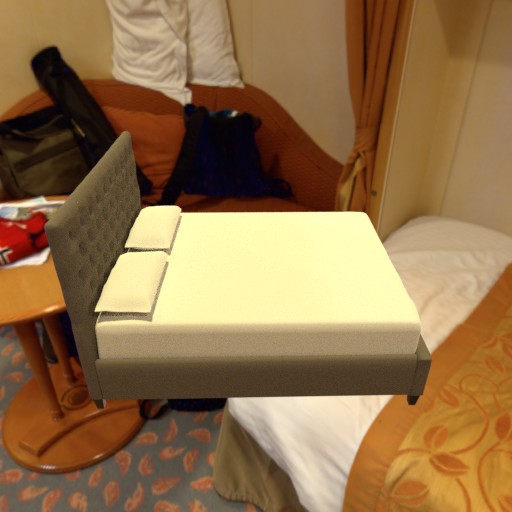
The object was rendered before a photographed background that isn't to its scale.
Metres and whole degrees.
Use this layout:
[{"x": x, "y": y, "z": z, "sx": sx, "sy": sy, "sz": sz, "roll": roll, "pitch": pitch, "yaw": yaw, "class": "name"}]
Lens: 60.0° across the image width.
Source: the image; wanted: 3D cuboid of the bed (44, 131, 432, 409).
[{"x": 0.000, "y": 0.000, "z": 3.352, "sx": 2.233, "sy": 1.426, "sz": 1.696, "roll": 0, "pitch": 32, "yaw": -1, "class": "bed"}]
